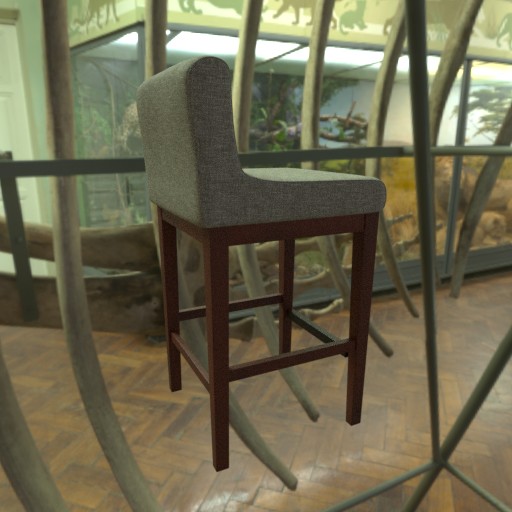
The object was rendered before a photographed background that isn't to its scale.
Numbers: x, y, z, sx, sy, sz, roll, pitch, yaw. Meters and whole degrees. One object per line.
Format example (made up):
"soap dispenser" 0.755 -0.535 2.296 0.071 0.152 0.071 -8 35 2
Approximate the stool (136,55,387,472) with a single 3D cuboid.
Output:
"stool" 0.000 0.000 1.090 0.459 0.835 0.417 -7 16 -25
